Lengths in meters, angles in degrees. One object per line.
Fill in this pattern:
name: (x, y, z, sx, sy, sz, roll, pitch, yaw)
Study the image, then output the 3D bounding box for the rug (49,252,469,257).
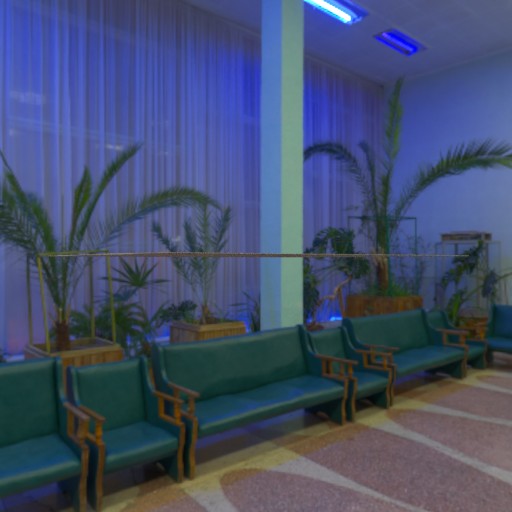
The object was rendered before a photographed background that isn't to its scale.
rug: (0.000, 0.000, 4.089, 3.035, 0.008, 2.425, 0, -1, -37)
